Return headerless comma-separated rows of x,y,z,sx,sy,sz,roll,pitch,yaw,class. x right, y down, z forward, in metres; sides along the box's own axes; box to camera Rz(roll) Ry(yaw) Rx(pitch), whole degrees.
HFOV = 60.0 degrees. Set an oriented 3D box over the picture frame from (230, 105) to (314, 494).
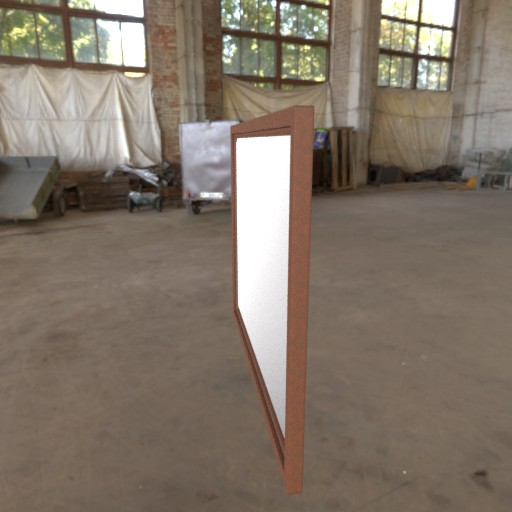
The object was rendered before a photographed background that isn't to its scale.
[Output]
0.000,0.000,1.730,0.045,1.018,1.329,-2,15,-9,picture frame
